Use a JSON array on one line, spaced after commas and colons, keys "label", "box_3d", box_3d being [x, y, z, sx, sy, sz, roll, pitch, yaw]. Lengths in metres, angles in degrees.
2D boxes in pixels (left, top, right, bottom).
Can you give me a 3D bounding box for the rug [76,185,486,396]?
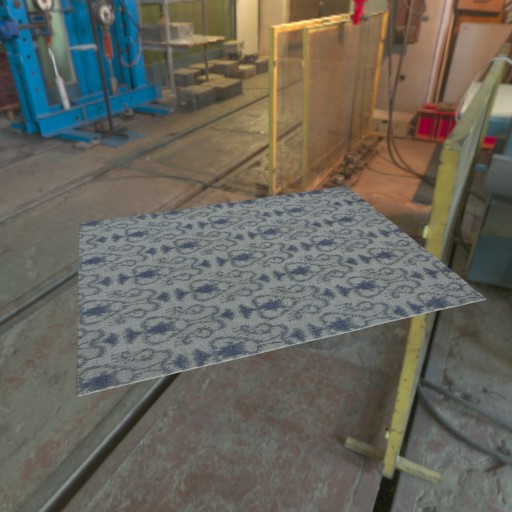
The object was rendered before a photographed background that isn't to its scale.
[{"label": "rug", "box_3d": [0.000, 0.000, 4.200, 3.205, 0.015, 2.437, -10, 34, -15]}]
